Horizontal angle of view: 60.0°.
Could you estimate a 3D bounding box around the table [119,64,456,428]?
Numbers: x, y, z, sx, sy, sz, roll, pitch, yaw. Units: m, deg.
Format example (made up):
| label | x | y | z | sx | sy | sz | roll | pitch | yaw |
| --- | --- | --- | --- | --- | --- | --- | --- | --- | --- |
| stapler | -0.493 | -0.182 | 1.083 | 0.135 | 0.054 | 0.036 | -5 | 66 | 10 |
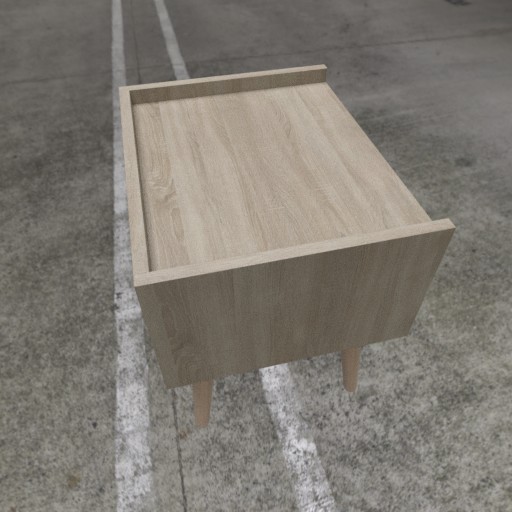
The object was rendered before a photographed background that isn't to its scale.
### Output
| label | x | y | z | sx | sy | sz | roll | pitch | yaw |
| --- | --- | --- | --- | --- | --- | --- | --- | --- | --- |
| table | 0.000 | 0.000 | 0.807 | 0.370 | 0.470 | 0.450 | -10 | 48 | -9 |
